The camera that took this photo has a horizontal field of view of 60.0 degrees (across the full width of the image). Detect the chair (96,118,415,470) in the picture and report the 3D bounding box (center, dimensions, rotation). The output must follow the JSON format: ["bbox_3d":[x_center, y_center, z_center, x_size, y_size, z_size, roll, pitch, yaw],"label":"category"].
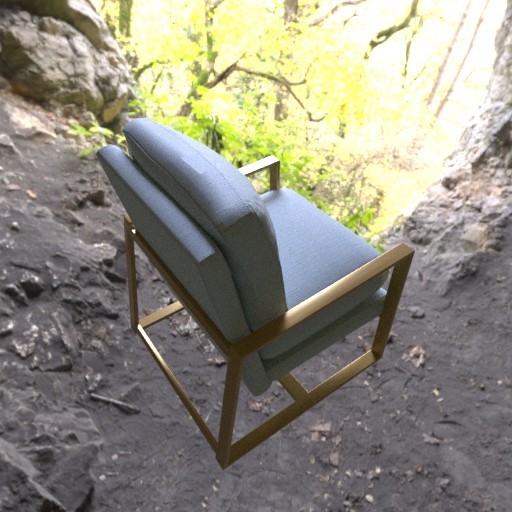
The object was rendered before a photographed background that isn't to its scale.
[{"bbox_3d":[0.000,0.000,1.571,0.813,0.956,0.758,-25,48,-26],"label":"chair"}]
